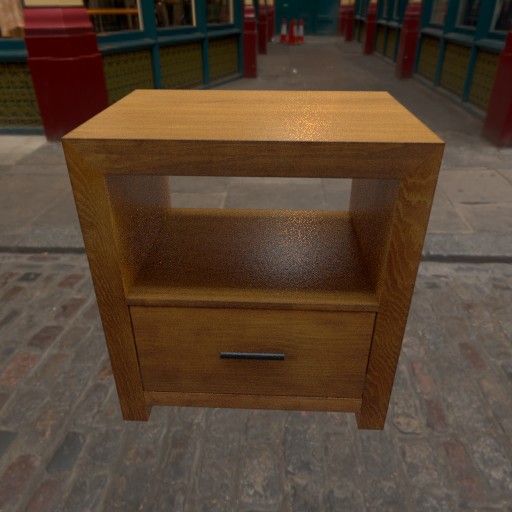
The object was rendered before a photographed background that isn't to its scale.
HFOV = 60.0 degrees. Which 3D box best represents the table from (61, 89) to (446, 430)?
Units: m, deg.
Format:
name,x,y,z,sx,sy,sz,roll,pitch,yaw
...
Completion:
name,x,y,z,sx,sy,sz,roll,pitch,yaw
table,0.000,0.000,0.949,0.550,0.605,0.400,1,30,2
